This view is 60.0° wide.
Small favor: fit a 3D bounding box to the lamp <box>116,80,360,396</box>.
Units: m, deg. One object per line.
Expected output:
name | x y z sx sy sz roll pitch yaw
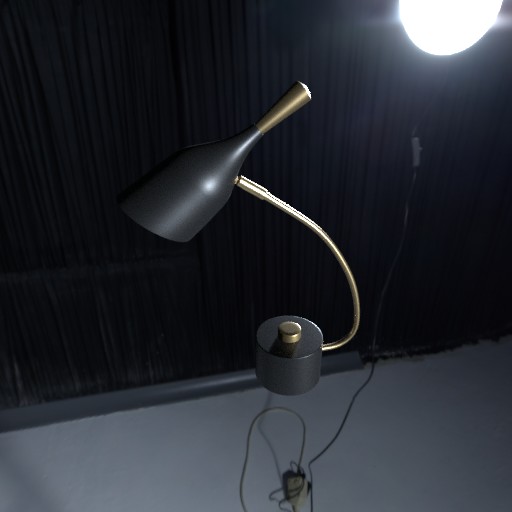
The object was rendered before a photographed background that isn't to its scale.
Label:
lamp | 0.000 0.000 0.631 0.352 0.464 0.110 -7 30 -12
